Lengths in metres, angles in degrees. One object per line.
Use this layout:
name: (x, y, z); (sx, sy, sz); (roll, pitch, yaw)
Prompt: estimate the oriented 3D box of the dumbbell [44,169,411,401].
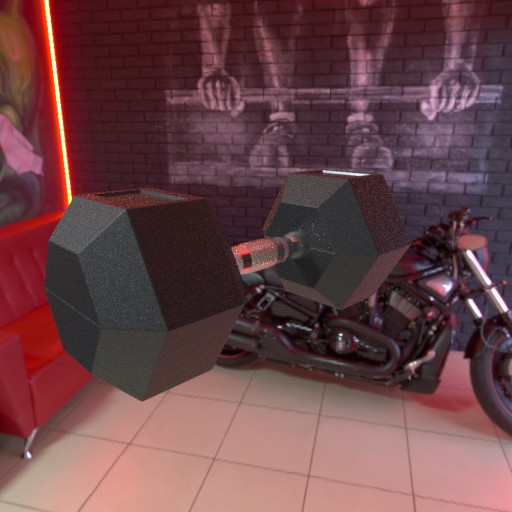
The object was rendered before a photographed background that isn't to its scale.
dumbbell: (0.000, 0.000, 0.323); (0.271, 0.106, 0.122); (-15, 22, -41)
